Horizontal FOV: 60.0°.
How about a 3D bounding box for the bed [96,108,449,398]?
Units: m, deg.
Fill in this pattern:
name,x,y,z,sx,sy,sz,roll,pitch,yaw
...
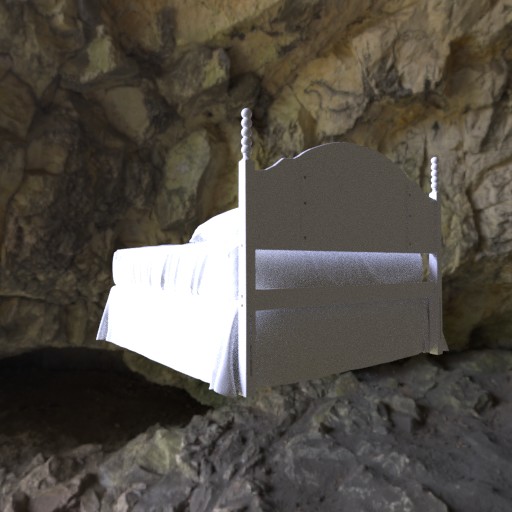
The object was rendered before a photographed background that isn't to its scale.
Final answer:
name,x,y,z,sx,sy,sz,roll,pitch,yaw
bed,0.000,0.000,3.351,1.873,1.356,2.040,1,-1,-37
